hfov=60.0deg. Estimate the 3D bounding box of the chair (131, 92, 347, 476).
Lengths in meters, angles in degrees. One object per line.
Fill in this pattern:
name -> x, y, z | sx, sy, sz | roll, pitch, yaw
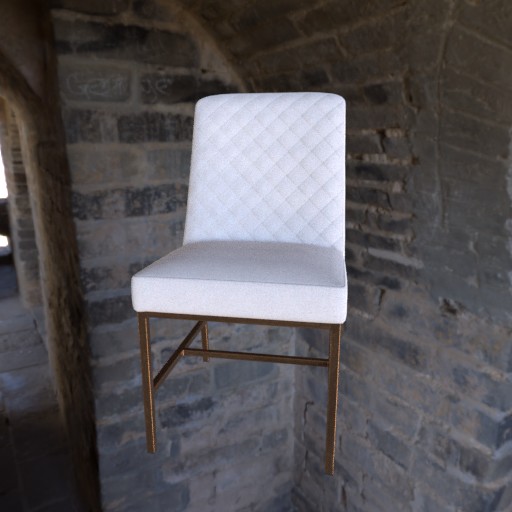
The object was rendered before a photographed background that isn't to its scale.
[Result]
chair -> 0.000, 0.000, 1.264 | 0.503, 0.933, 0.597 | 2, 14, 10
